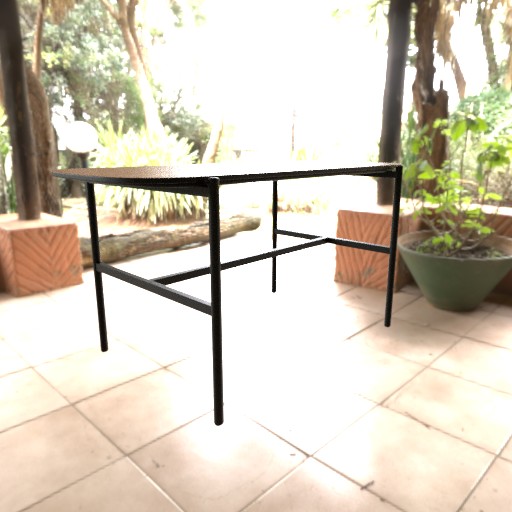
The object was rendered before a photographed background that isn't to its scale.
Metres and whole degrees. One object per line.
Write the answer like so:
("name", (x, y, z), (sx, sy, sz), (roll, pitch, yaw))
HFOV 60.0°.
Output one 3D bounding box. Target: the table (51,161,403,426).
("table", (0.000, 0.000, 1.007), (0.400, 0.400, 0.800), (13, 19, 42))
